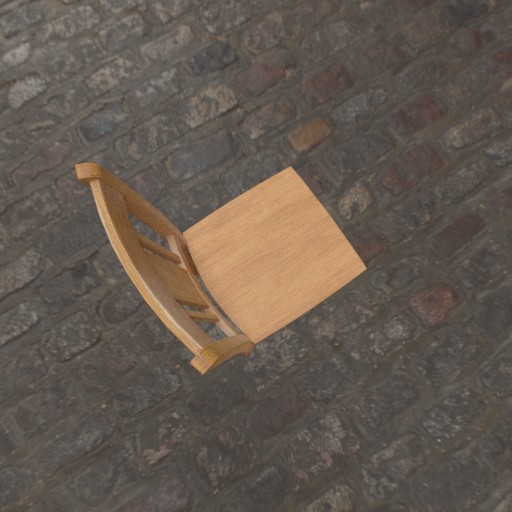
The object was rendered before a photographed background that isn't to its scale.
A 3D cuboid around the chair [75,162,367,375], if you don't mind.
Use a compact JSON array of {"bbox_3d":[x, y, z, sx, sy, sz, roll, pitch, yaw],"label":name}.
[{"bbox_3d":[0.000,0.000,1.292,0.556,0.998,0.450,-33,78,-8],"label":"chair"}]
